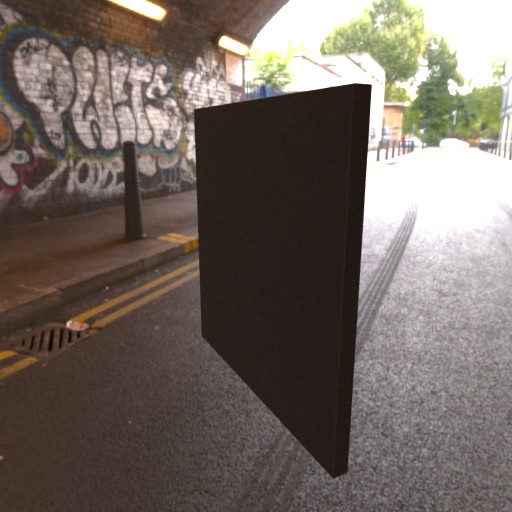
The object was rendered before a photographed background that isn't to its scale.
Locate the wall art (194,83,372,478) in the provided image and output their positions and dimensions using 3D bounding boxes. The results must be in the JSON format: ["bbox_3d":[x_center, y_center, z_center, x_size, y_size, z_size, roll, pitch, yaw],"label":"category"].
[{"bbox_3d":[0.000,0.000,1.146,0.038,0.762,0.762,-8,17,-26],"label":"wall art"}]
